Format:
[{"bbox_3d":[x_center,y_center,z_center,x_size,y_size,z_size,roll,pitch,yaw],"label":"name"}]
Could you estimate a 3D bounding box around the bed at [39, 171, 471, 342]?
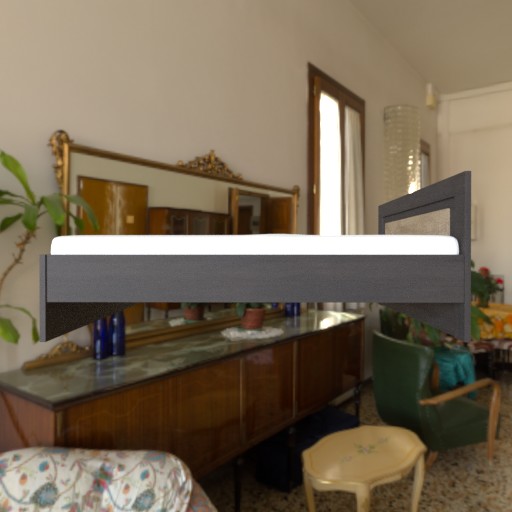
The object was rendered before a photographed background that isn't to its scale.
[{"bbox_3d":[0.000,0.000,2.921,2.073,0.823,1.585,0,0,1],"label":"bed"}]
